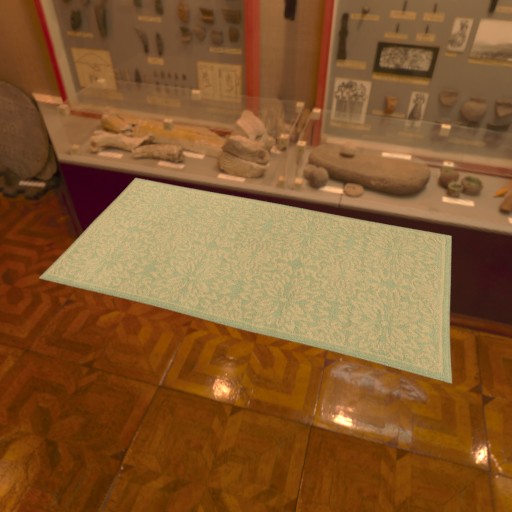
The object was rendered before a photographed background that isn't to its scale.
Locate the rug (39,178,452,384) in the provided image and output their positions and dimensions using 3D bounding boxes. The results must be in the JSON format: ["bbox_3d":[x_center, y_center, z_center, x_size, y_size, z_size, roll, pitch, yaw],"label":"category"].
[{"bbox_3d":[0.000,0.000,1.449,1.219,0.007,0.604,12,43,13],"label":"rug"}]
